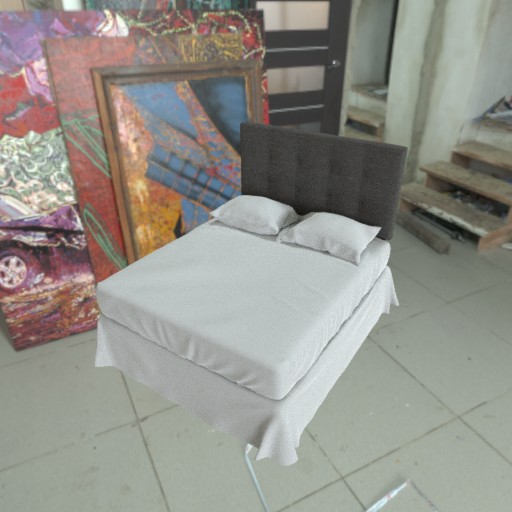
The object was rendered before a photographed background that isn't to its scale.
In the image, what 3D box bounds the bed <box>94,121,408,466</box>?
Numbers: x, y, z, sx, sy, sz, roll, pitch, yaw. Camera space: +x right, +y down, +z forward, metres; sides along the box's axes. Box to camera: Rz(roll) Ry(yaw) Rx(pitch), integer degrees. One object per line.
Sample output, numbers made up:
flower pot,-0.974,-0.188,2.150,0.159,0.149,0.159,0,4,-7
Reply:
bed,0.000,0.000,3.622,1.936,1.577,2.222,18,35,29
